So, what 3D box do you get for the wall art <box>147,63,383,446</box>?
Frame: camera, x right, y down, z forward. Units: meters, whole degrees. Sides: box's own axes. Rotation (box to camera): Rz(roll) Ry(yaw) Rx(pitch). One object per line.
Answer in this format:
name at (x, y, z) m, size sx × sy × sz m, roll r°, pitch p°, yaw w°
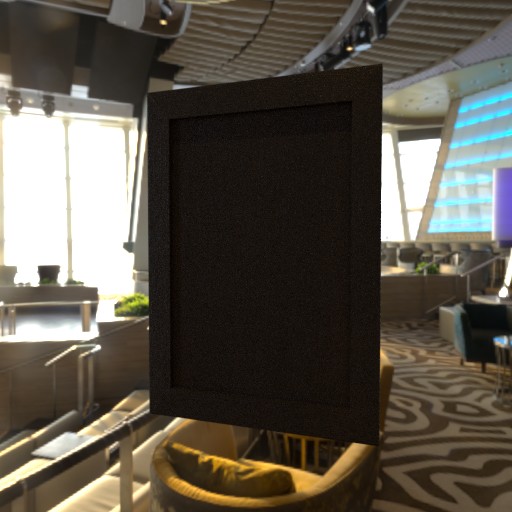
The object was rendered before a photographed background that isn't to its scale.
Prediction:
wall art at (0.000, 0.000, 0.660) m, size 0.359 × 0.513 × 0.017 m, roll 1°, pitch 2°, yaw 19°
